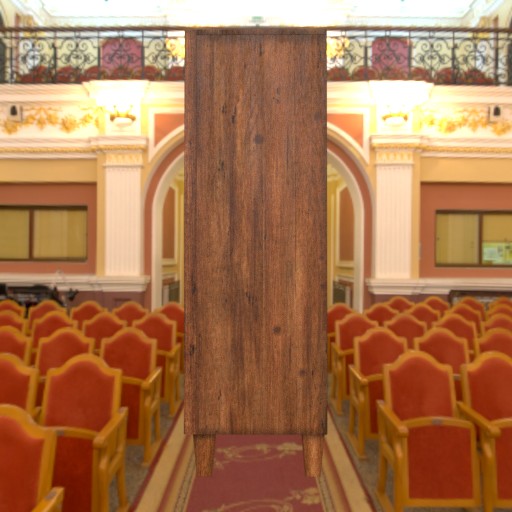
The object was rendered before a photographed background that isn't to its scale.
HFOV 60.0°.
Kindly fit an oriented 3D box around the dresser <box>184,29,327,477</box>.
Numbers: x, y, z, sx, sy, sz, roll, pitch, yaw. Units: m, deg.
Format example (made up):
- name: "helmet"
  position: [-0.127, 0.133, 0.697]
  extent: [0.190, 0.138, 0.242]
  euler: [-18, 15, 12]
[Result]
- name: "dresser"
  position: [0.000, 0.000, 1.865]
  extent: [0.438, 1.359, 1.067]
  euler: [0, -1, 0]
